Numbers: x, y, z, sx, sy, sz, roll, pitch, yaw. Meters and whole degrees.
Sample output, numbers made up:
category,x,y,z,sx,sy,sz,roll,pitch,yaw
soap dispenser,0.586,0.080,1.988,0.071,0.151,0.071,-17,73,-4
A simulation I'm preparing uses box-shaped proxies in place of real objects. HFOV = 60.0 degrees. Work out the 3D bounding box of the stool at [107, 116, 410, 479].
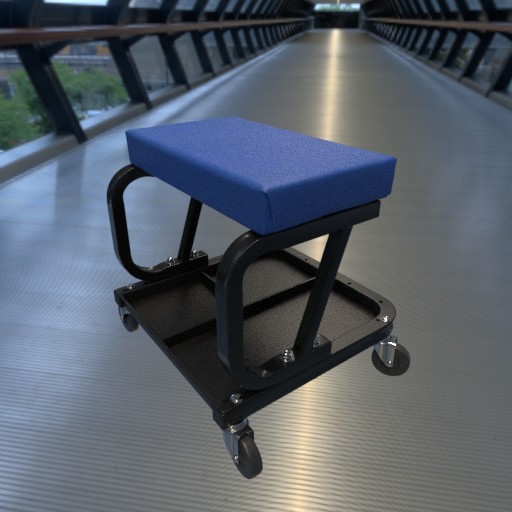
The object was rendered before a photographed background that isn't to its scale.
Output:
category,x,y,z,sx,sy,sz,roll,pitch,yaw
stool,0.000,0.000,0.725,0.371,0.380,0.446,-19,32,-32
